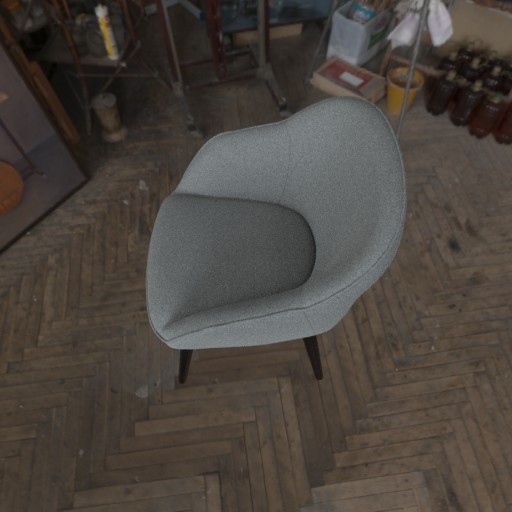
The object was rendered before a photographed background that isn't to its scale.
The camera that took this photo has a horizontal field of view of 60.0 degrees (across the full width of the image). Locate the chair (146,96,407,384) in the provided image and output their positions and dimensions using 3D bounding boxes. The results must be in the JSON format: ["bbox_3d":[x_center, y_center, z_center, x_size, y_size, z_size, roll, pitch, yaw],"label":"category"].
[{"bbox_3d":[0.000,0.000,1.253,0.611,0.810,0.589,-1,59,-1],"label":"chair"}]
